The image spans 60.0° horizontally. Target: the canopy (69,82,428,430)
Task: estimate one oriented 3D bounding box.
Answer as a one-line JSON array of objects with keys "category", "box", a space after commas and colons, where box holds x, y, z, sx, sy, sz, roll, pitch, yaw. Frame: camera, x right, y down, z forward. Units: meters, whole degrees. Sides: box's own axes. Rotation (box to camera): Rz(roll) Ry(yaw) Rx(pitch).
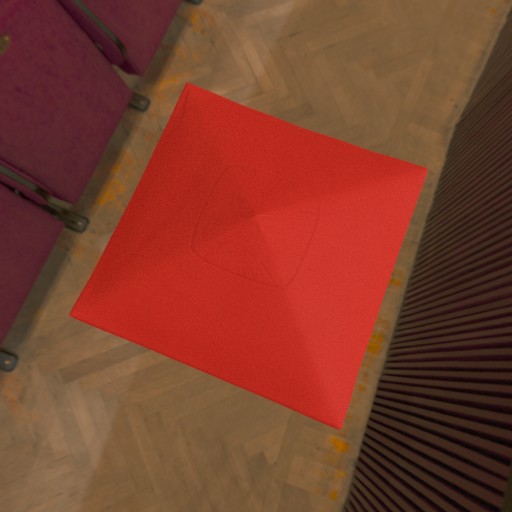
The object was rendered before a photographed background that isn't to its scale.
[{"category": "canopy", "box": [0.000, 0.000, 5.488, 2.996, 2.997, 2.998, 21, 77, 5]}]
